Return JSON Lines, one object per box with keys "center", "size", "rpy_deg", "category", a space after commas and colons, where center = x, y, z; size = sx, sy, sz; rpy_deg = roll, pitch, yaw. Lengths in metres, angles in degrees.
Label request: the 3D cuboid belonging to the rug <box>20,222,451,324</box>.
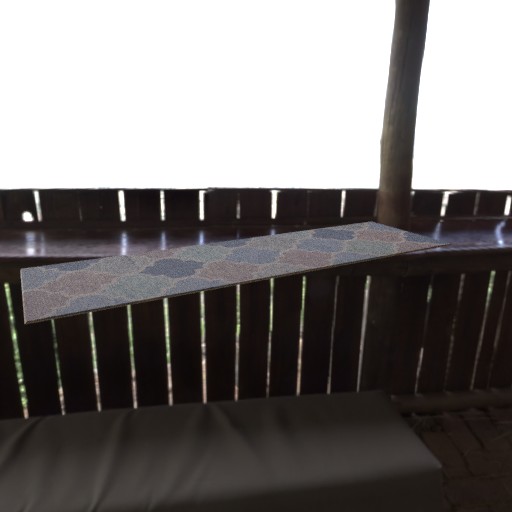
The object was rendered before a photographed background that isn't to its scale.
{"center": [0.000, 0.000, 2.428], "size": [2.287, 0.011, 0.687], "rpy_deg": [-9, 19, -27], "category": "rug"}
